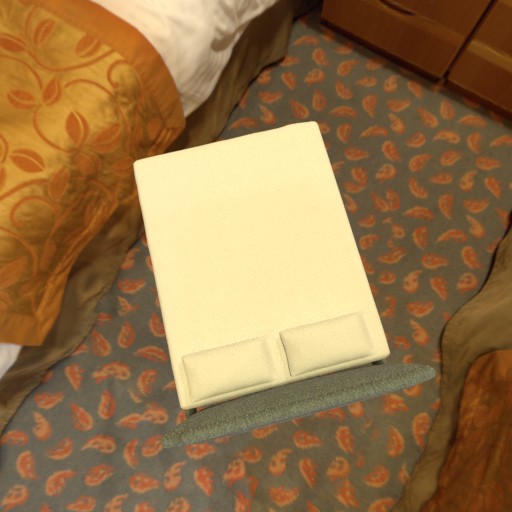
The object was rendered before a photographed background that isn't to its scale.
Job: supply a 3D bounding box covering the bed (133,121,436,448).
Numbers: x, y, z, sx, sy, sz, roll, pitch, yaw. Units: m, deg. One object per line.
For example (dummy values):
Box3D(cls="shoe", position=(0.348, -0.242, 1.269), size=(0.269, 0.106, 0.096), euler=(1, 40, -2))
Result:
Box3D(cls="bed", position=(0.000, 0.000, 3.513), size=(1.712, 1.443, 2.372), euler=(-14, 76, -3))
